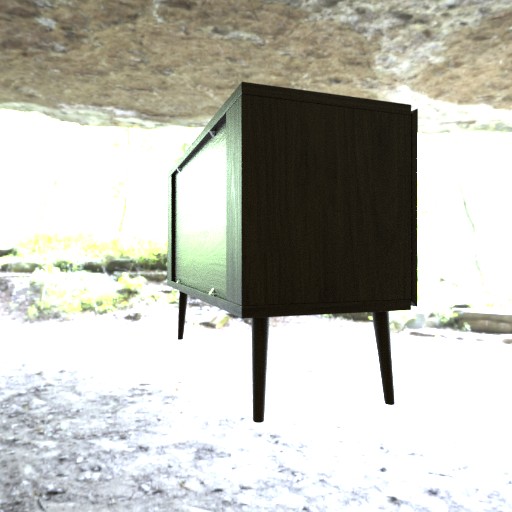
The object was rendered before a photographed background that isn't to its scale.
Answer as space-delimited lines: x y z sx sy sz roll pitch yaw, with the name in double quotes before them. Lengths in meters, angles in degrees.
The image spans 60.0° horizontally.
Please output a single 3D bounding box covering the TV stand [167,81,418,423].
"TV stand" 0.000 0.000 1.371 0.405 0.660 0.990 0 0 -19
